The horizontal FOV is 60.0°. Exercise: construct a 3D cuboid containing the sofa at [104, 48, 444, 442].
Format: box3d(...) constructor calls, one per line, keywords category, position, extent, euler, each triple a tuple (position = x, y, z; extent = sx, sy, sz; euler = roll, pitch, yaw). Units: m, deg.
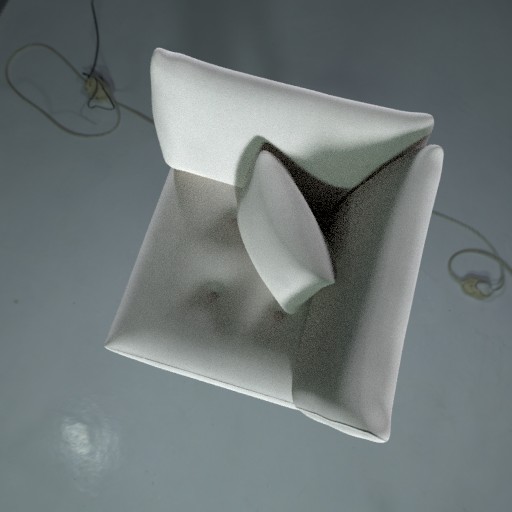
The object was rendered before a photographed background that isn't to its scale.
box3d(category="sofa", position=(0.000, 0.000, 1.665), extent=(1.000, 0.820, 1.000), euler=(16, 76, 4))
